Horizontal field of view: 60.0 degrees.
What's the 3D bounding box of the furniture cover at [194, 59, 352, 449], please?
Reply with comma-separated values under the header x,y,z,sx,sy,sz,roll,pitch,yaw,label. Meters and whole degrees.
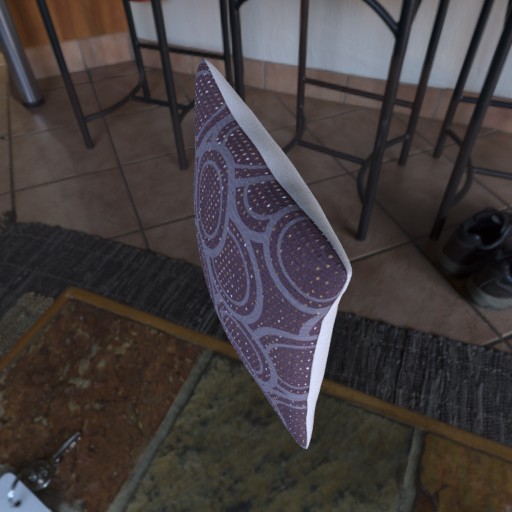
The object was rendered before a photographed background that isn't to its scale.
x,y,z,sx,sy,sz,roll,pitch,yaw,label
0.000,0.000,0.816,0.193,0.509,0.552,-15,49,-14,furniture cover
